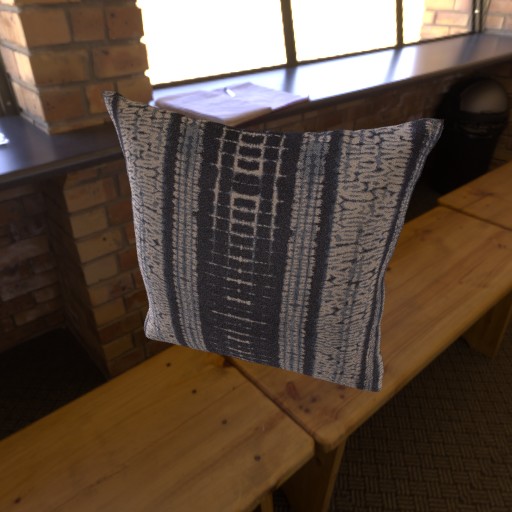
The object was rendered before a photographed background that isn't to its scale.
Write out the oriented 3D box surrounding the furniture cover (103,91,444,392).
[{"bbox_3d":[0.000,0.000,0.647,0.425,0.435,0.133,10,34,15],"label":"furniture cover"}]
